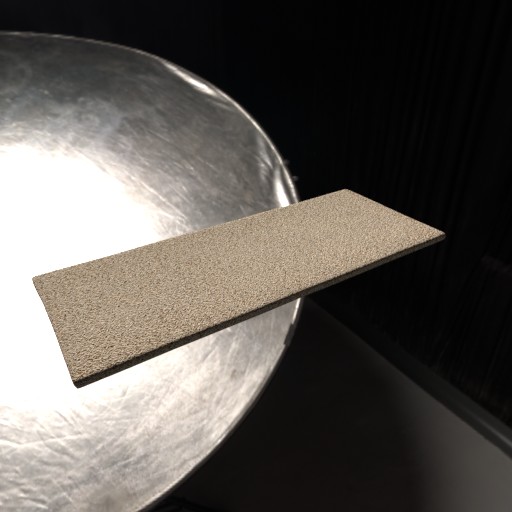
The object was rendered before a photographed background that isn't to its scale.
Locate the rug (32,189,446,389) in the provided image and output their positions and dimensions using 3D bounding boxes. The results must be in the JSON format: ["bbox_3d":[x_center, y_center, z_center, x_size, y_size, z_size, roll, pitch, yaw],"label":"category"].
[{"bbox_3d":[0.000,0.000,1.725,1.524,0.030,0.609,-18,35,-28],"label":"rug"}]
